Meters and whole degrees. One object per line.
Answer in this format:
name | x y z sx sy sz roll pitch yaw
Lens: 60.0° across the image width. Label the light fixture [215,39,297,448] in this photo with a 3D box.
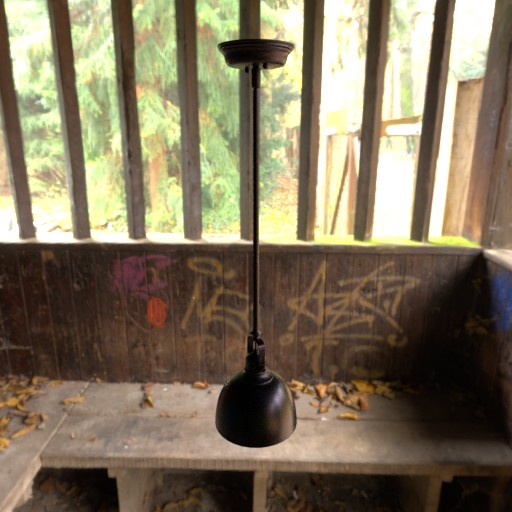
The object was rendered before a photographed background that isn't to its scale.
light fixture | 0.000 0.000 0.886 0.182 0.768 0.182 -8 18 -26
